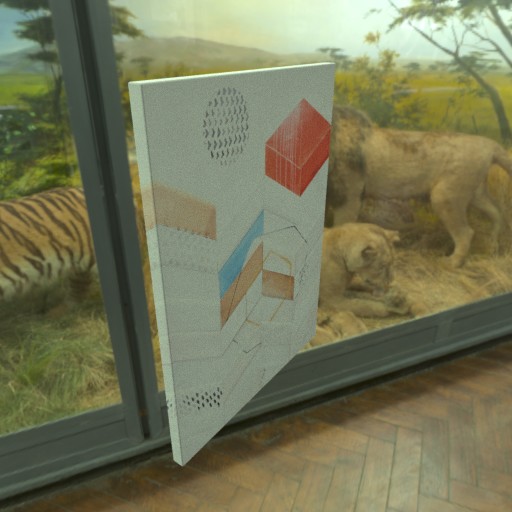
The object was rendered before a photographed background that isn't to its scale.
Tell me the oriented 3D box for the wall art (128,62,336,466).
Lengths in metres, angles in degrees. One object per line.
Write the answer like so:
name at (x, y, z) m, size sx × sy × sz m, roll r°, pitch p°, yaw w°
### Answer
wall art at (0.000, 0.000, 1.308) m, size 0.045 × 1.014 × 0.759 m, roll 18°, pitch 32°, yaw 32°
